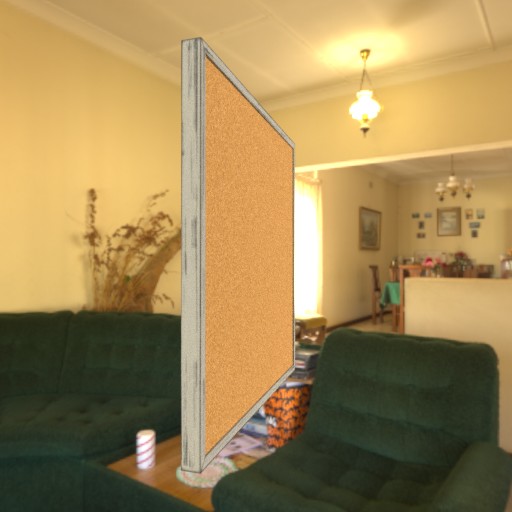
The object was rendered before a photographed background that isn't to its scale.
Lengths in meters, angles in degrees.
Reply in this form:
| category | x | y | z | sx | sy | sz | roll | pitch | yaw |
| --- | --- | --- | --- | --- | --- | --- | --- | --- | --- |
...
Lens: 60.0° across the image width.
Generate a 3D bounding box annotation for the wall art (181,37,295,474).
| category | x | y | z | sx | sy | sz | roll | pitch | yaw |
| --- | --- | --- | --- | --- | --- | --- | --- | --- | --- |
| wall art | 0.000 | 0.000 | 1.140 | 0.037 | 0.761 | 0.761 | 0 | 0 | 17 |
